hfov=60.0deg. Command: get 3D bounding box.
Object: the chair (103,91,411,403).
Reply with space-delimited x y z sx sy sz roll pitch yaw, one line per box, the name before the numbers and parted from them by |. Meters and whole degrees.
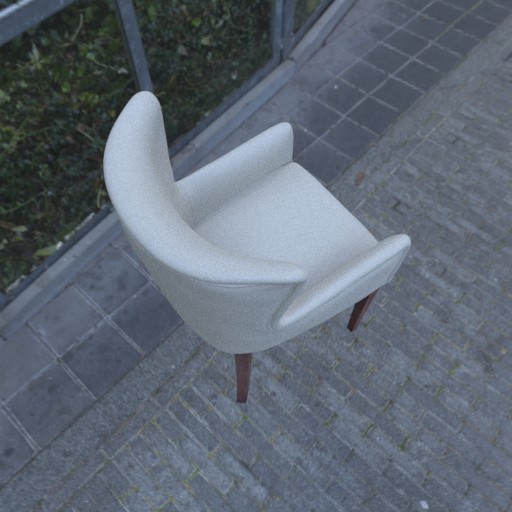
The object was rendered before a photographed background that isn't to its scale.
chair | 0.000 0.000 1.408 0.686 0.952 0.660 -30 63 -17
